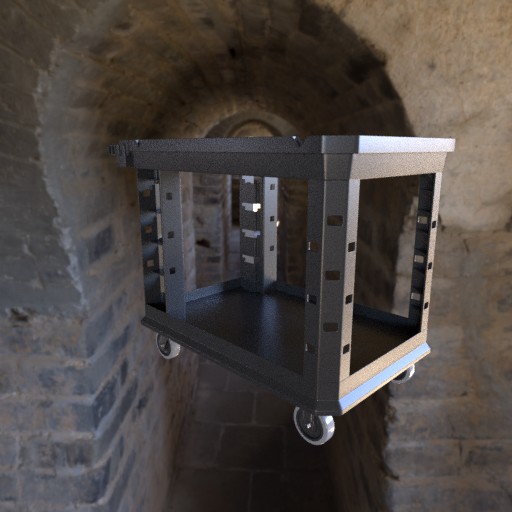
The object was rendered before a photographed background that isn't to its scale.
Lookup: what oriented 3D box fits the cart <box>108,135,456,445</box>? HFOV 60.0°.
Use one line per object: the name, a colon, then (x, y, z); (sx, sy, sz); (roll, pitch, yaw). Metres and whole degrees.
cart: (0.000, 0.000, 1.743); (0.674, 0.884, 1.239); (-13, 19, -43)
